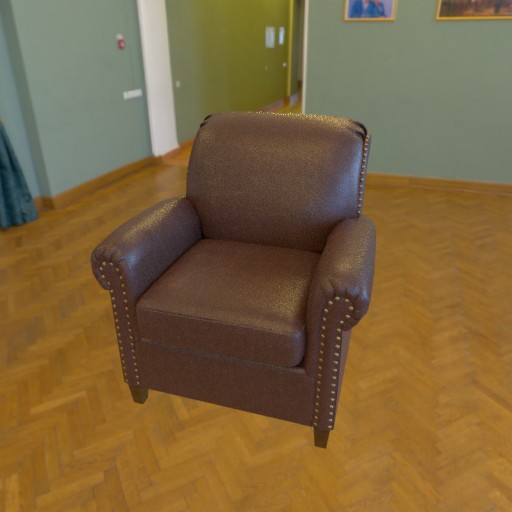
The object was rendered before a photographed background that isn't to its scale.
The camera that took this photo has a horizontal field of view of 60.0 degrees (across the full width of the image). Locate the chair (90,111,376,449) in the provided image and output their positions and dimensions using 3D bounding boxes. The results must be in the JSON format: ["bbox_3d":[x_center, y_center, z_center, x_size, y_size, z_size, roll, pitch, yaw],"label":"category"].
[{"bbox_3d":[0.000,0.000,1.638,0.854,0.927,0.890,8,27,15],"label":"chair"}]
